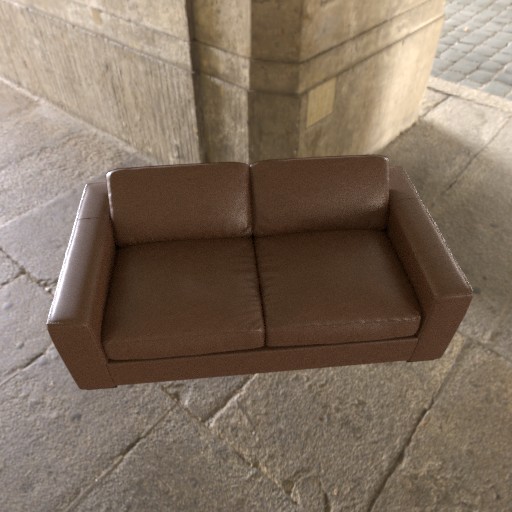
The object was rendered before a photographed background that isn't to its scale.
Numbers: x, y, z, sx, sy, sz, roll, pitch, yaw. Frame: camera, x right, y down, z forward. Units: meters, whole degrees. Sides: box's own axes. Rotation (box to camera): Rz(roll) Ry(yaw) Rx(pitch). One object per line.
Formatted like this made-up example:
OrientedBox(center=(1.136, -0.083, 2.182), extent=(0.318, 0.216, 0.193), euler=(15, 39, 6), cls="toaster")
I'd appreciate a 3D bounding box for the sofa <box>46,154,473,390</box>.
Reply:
OrientedBox(center=(0.000, 0.000, 2.417), extent=(1.920, 0.800, 1.070), euler=(-4, 45, -4), cls="sofa")
